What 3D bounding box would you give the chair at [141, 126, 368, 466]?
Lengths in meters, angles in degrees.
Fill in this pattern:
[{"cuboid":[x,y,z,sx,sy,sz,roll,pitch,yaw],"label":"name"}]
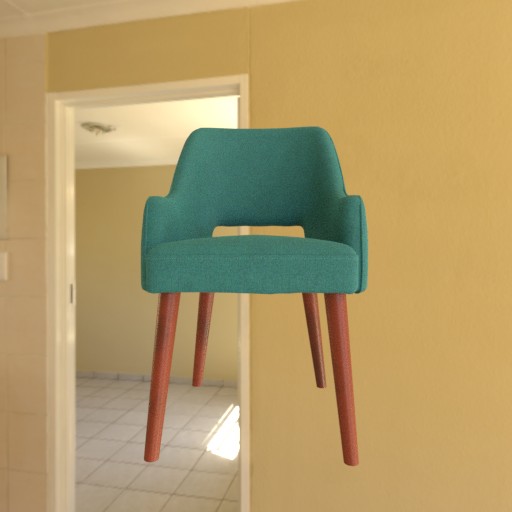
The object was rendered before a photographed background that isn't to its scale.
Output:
[{"cuboid":[0.000,0.000,1.205,0.548,0.849,0.605,0,0,2],"label":"chair"}]
